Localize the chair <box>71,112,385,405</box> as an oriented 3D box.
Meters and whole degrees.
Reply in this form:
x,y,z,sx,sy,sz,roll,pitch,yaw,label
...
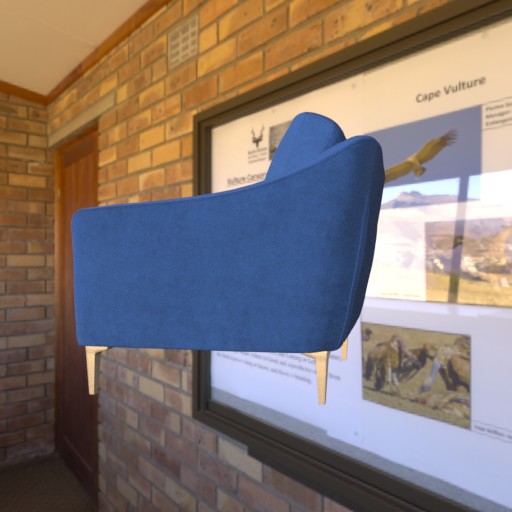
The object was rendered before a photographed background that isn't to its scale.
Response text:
x,y,z,sx,sy,sz,roll,pitch,yaw,label
0.000,0.000,1.730,0.961,0.899,0.987,0,0,17,chair
